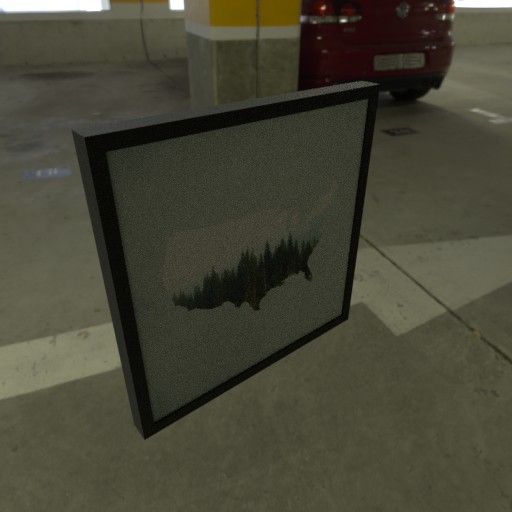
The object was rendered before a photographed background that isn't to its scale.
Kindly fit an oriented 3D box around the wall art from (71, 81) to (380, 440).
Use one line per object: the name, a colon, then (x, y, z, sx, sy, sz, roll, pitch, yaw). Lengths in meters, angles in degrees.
wall art: (0.000, 0.000, 0.760, 0.509, 0.509, 0.040, -22, 37, -32)
